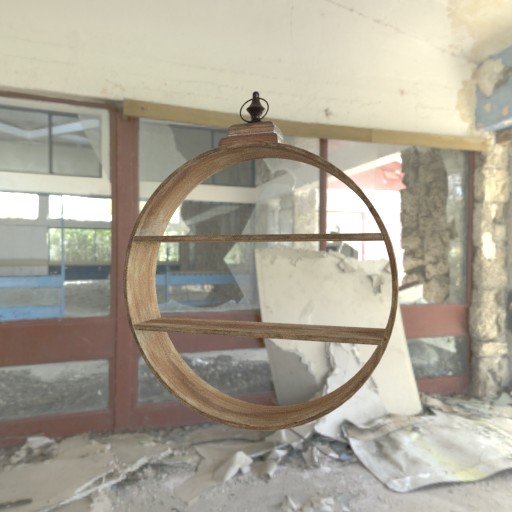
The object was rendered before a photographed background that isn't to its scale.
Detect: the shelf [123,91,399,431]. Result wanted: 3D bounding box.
[{"bbox_3d":[0.000,0.000,0.981,0.601,0.725,0.125,0,0,18],"label":"shelf"}]
